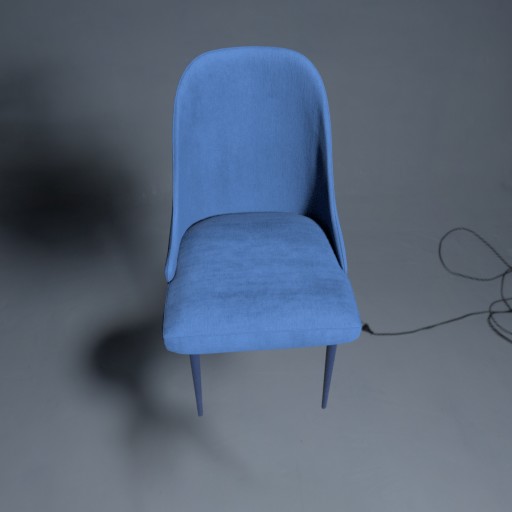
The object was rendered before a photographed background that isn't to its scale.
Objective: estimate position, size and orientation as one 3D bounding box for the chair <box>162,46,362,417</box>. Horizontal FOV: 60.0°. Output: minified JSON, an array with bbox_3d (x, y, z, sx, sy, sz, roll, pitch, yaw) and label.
[{"bbox_3d":[0.000,0.000,1.212,0.478,0.896,0.559,-3,47,-3],"label":"chair"}]
